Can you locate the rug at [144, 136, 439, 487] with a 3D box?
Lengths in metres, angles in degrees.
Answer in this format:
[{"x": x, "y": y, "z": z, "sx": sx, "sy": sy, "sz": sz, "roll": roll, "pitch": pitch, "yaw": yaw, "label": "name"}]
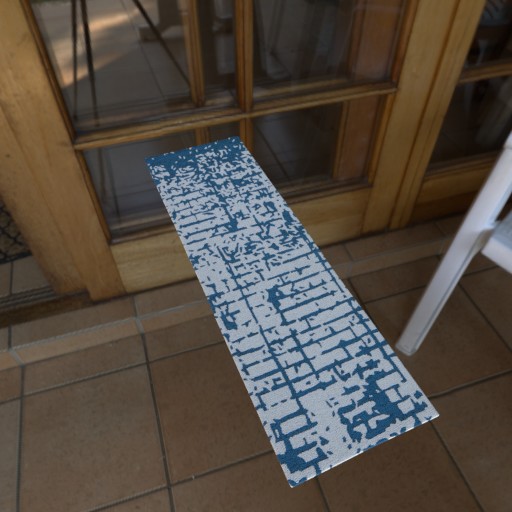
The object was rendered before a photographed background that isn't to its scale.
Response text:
[{"x": 0.000, "y": 0.000, "z": 2.648, "sx": 0.750, "sy": 0.011, "sz": 2.435, "roll": -18, "pitch": 51, "yaw": -15, "label": "rug"}]
